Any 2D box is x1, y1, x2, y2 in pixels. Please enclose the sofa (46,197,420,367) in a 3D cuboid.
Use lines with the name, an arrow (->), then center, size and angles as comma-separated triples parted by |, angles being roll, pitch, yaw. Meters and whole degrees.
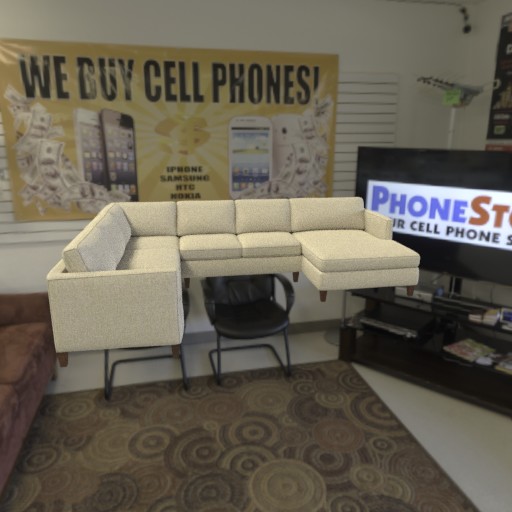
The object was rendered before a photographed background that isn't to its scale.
sofa -> 0.000, 0.000, 4.562 | 3.403, 0.889, 2.551 | -3, 15, -10
